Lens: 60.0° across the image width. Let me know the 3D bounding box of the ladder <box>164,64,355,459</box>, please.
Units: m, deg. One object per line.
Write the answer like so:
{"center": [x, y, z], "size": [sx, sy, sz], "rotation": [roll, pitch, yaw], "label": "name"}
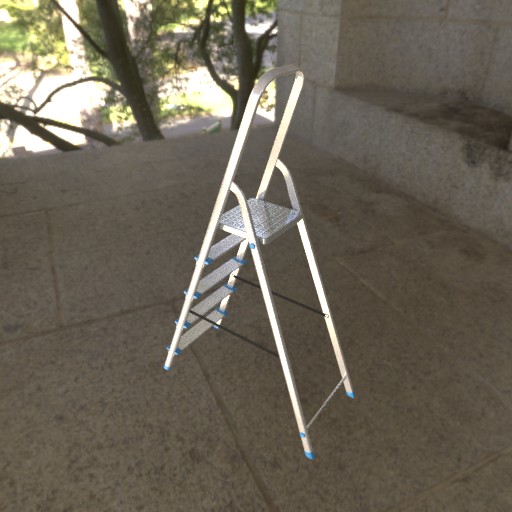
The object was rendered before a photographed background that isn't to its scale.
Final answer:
{"center": [0.000, 0.000, 2.045], "size": [0.990, 1.648, 0.468], "rotation": [21, 37, 30], "label": "ladder"}
